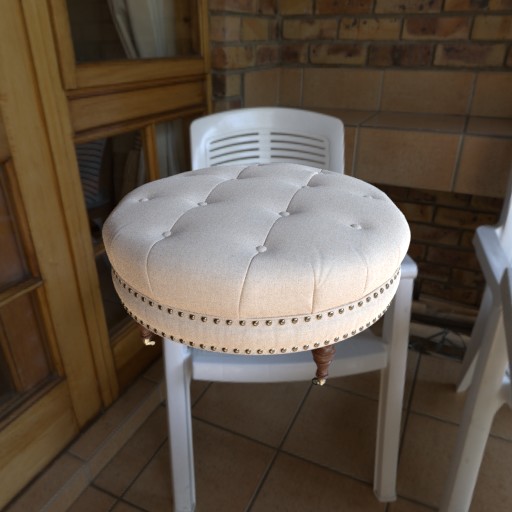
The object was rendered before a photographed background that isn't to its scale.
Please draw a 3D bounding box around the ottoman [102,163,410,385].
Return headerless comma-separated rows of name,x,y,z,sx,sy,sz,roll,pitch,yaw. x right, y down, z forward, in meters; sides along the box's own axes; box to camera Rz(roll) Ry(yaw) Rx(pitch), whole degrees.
ottoman,0.000,0.000,1.472,0.940,0.483,0.940,0,26,0
